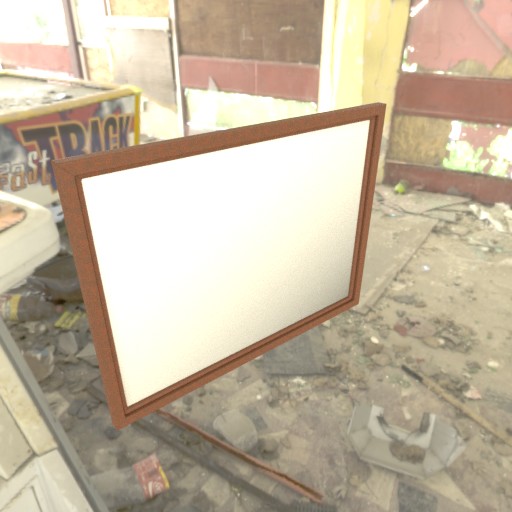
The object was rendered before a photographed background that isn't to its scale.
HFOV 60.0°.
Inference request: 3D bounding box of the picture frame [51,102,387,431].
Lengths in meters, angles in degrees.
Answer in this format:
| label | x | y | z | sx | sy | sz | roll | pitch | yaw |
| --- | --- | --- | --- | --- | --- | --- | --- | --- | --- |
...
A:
| label | x | y | z | sx | sy | sz | roll | pitch | yaw |
| --- | --- | --- | --- | --- | --- | --- | --- | --- | --- |
| picture frame | 0.000 | 0.000 | 1.756 | 1.329 | 1.018 | 0.045 | -20 | 35 | -32 |
